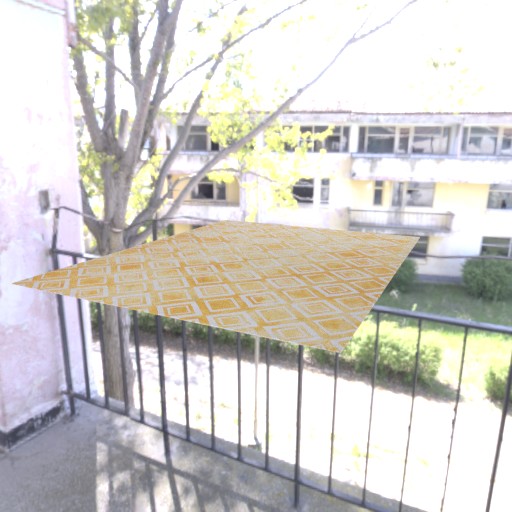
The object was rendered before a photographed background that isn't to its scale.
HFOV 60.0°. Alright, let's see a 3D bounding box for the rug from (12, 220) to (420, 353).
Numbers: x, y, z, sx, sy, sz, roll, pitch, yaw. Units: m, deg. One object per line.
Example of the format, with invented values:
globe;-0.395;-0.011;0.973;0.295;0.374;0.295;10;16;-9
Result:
rug;0.000;0.000;3.981;2.433;0.011;3.037;7;16;26
